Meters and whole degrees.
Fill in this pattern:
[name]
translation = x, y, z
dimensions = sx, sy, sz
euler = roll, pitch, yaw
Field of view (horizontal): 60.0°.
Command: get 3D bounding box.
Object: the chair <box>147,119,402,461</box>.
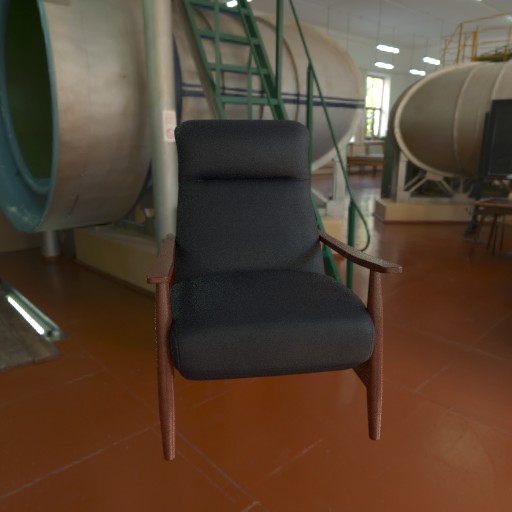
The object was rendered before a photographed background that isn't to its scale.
[chair]
translation = 0.000, 0.000, 1.792
dimensions = 0.762, 1.082, 1.014
euler = -2, 15, -8
